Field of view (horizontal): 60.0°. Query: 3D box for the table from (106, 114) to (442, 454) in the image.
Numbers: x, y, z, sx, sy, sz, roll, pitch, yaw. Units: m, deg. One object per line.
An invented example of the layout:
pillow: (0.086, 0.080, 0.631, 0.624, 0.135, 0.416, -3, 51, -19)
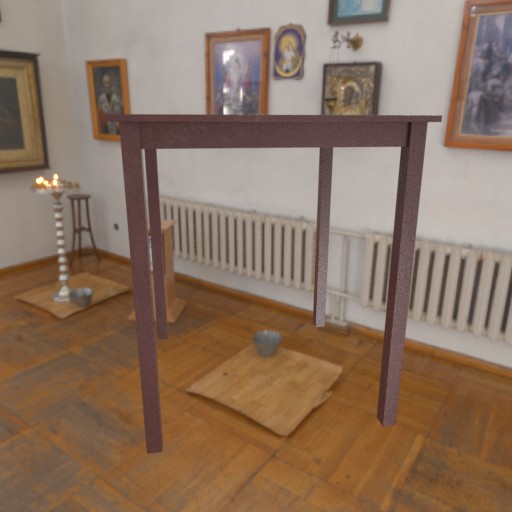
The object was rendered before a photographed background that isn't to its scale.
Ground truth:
table: (0.000, 0.000, 1.659, 0.861, 0.991, 0.861, -3, 17, -9)
